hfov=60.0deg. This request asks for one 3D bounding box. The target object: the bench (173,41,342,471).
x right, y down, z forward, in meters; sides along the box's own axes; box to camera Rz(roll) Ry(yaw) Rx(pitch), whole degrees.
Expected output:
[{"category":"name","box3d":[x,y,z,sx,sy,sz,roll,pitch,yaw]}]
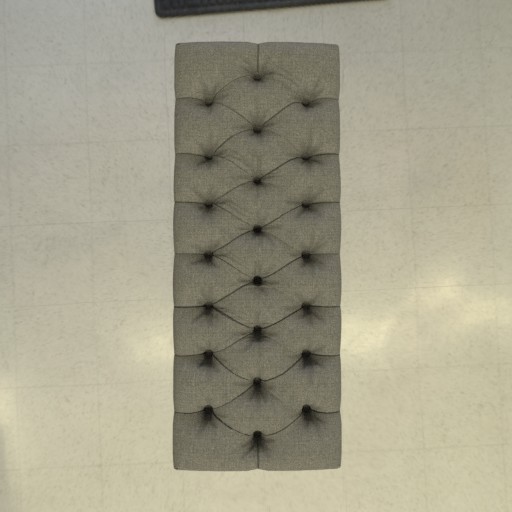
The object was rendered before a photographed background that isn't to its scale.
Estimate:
[{"category":"bench","box3d":[0.000,0.000,1.288,0.417,0.470,1.052,0,89,-1]}]
